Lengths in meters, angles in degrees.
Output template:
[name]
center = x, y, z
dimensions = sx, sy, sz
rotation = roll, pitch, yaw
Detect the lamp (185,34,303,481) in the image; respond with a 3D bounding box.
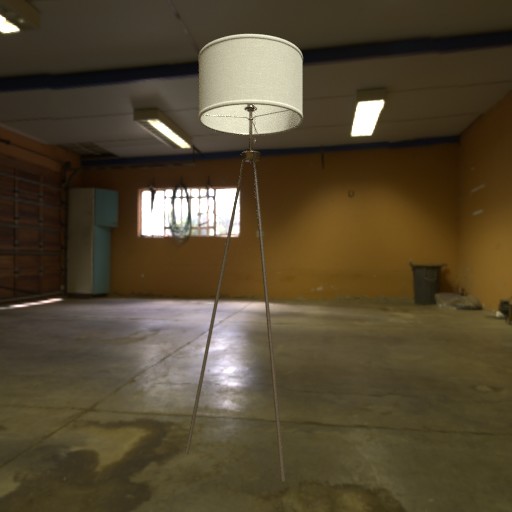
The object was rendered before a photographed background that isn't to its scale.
[lamp]
center = 0.000, 0.000, 1.728
dimensions = 0.448, 1.545, 0.458
rotation = 0, 0, -36
